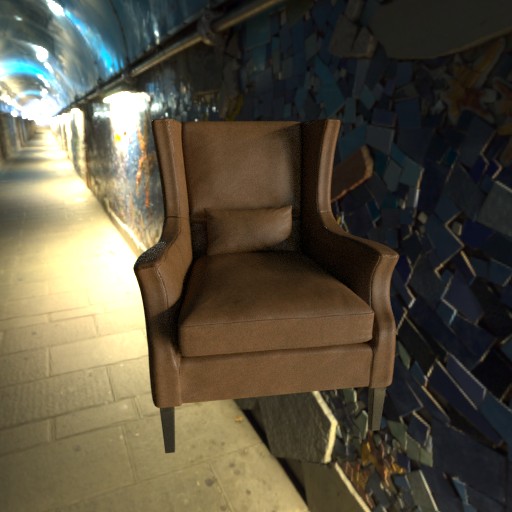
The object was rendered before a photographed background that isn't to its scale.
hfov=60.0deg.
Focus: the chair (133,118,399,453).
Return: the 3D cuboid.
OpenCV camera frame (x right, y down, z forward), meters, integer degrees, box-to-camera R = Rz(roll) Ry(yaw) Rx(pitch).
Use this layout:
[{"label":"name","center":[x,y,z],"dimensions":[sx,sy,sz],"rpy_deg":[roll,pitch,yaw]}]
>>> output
[{"label":"chair","center":[0.000,0.000,1.714],"dimensions":[0.852,1.016,0.925],"rpy_deg":[-3,17,-9]}]
